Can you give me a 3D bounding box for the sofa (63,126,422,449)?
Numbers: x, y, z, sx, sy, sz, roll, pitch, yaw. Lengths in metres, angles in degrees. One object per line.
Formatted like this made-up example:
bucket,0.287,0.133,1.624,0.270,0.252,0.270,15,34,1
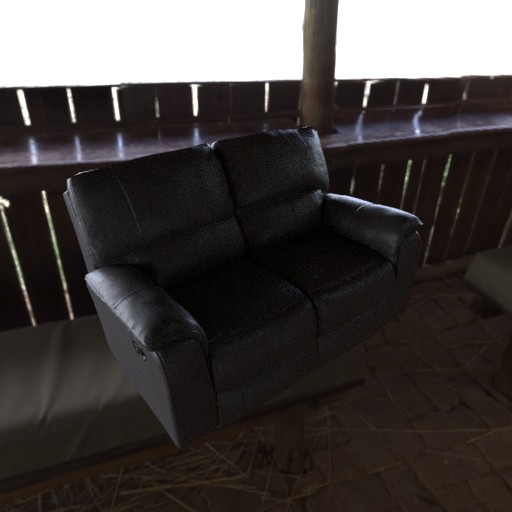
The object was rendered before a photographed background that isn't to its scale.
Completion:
sofa,0.000,0.000,2.481,1.765,1.111,1.104,-21,36,-32
